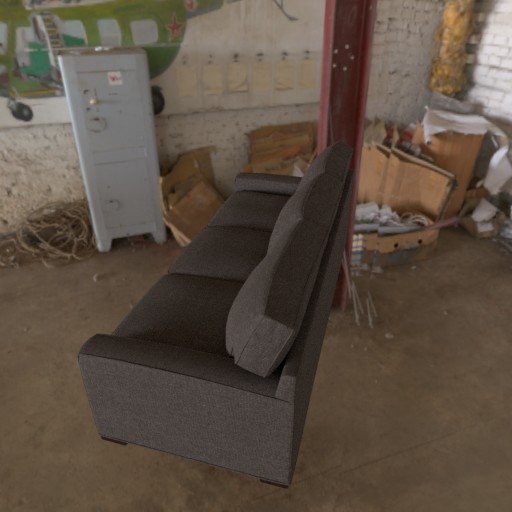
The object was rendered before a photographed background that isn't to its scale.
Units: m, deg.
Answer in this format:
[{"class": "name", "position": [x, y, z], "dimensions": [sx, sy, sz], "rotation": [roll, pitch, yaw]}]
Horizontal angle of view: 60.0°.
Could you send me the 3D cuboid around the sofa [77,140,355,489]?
[{"class": "sofa", "position": [0.000, 0.000, 2.853], "dimensions": [1.004, 0.978, 2.369], "rotation": [8, 32, 14]}]
